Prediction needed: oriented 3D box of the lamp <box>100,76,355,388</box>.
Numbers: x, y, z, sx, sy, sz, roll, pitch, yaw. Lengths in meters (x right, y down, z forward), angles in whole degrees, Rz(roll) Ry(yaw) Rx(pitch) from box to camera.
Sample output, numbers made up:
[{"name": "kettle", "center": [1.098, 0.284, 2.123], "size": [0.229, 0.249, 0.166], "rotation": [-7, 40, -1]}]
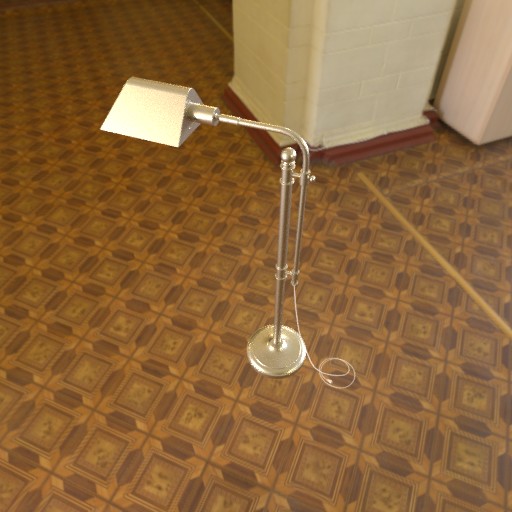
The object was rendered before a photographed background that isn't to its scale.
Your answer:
[{"name": "lamp", "center": [0.000, 0.000, 0.955], "size": [0.546, 0.708, 0.159], "rotation": [17, 49, 15]}]
